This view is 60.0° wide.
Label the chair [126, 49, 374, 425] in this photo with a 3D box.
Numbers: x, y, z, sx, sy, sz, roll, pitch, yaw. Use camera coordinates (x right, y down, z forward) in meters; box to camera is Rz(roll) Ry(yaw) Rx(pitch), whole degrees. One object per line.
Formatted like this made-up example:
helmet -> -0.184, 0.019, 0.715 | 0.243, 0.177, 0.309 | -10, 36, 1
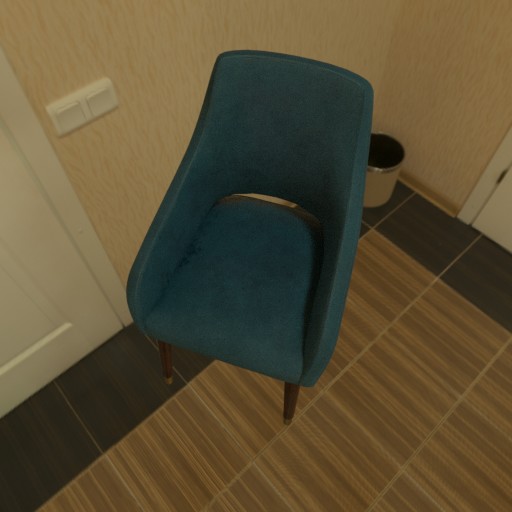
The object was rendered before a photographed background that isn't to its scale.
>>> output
chair -> 0.000, 0.000, 1.582 | 0.683, 1.081, 0.794 | 16, 58, 10
